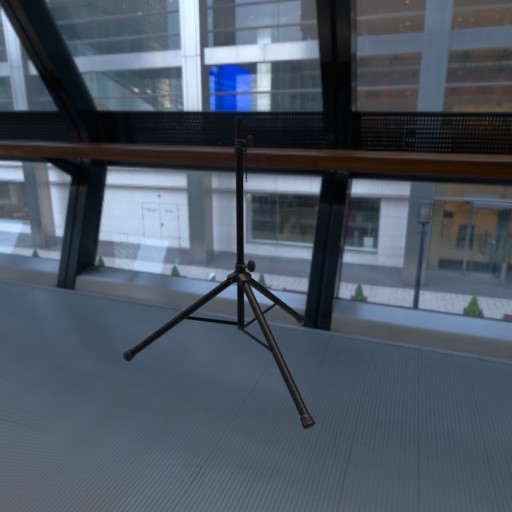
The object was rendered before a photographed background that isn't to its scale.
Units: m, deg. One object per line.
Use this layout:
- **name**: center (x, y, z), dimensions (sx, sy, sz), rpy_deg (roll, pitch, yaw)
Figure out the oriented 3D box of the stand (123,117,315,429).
- **stand**: center (0.000, 0.000, 1.884), dimensions (1.045, 1.136, 0.907), rpy_deg (-7, 17, -25)
